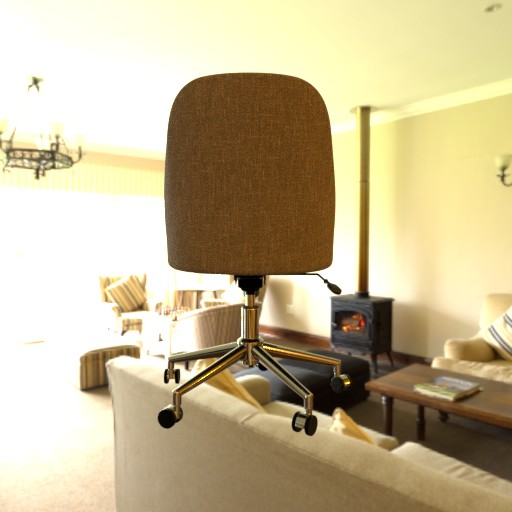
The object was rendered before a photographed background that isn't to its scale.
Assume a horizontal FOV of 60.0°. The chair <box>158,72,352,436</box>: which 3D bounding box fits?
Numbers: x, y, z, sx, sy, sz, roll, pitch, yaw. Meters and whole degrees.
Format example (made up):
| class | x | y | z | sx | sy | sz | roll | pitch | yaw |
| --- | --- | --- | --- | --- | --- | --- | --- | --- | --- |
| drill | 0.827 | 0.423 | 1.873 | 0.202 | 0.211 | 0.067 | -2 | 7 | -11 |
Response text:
| class | x | y | z | sx | sy | sz | roll | pitch | yaw |
| --- | --- | --- | --- | --- | --- | --- | --- | --- | --- |
| chair | 0.000 | 0.000 | 1.475 | 0.671 | 0.950 | 0.712 | 0 | 2 | 0 |
